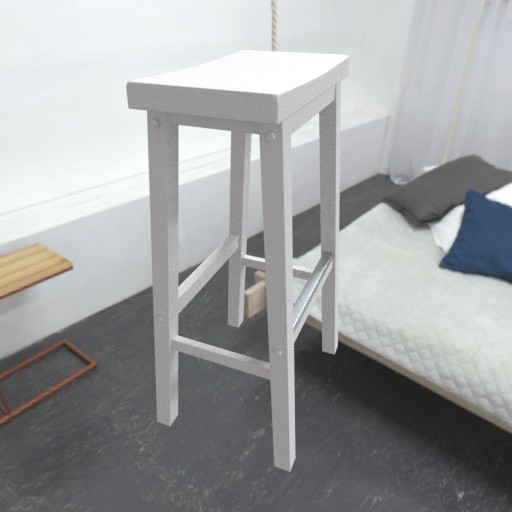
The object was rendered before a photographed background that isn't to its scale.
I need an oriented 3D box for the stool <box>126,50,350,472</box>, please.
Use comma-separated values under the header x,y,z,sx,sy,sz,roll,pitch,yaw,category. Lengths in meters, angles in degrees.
x,y,z,sx,sy,sz,roll,pitch,yaw,category
0.000,0.000,0.933,0.322,0.742,0.406,12,33,19,stool
